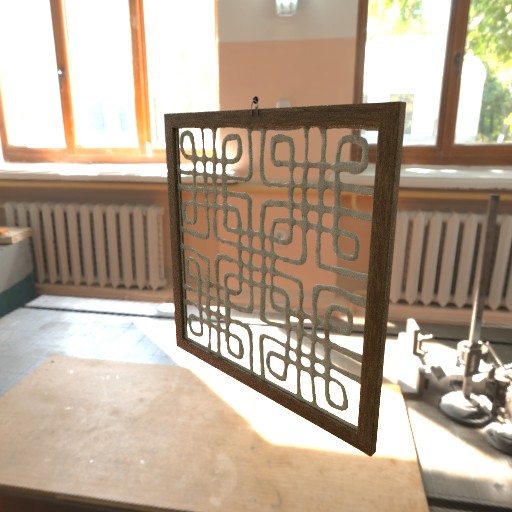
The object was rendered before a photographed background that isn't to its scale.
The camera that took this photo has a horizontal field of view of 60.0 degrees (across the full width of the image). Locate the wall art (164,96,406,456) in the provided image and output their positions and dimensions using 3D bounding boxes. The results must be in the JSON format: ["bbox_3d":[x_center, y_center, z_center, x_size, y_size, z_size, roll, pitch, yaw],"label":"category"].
[{"bbox_3d":[0.000,0.000,0.857,0.021,0.582,0.561,-15,21,-43],"label":"wall art"}]
